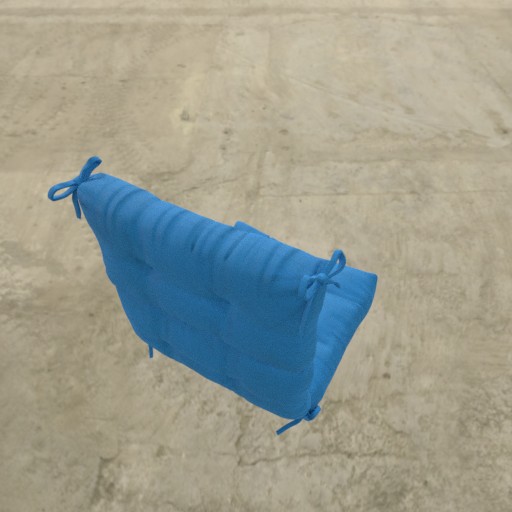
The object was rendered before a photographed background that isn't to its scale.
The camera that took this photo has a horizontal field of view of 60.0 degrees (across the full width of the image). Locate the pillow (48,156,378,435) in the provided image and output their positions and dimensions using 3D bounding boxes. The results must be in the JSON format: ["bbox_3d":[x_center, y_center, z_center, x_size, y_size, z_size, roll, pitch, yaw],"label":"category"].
[{"bbox_3d":[0.000,0.000,1.013,0.519,0.605,0.571,22,49,21],"label":"pillow"}]
